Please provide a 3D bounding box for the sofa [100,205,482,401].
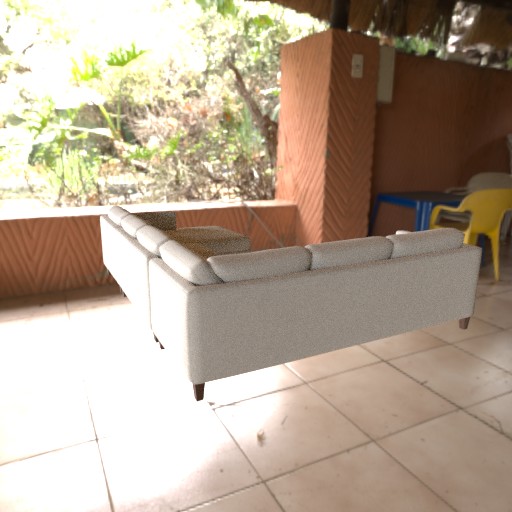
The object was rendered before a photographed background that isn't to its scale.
[{"bbox_3d":[0.000,0.000,4.478,2.551,0.853,3.238,-7,15,-26],"label":"sofa"}]
